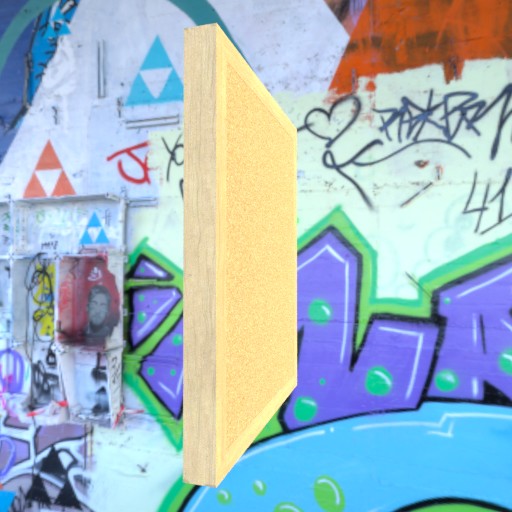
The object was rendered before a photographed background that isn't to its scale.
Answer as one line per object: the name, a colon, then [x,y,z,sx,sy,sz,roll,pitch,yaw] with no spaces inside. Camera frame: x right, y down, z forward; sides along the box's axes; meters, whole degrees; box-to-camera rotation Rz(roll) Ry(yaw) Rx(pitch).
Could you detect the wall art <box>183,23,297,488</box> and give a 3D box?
wall art: [0.000,0.000,0.515,0.030,0.380,0.312,0,-1,17]
